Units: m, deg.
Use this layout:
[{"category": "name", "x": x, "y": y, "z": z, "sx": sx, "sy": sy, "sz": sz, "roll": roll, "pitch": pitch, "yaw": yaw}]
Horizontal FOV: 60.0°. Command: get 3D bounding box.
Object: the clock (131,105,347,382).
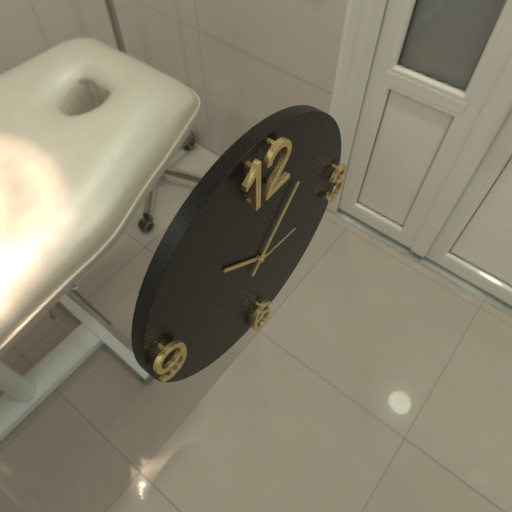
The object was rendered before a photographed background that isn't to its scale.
[{"category": "clock", "x": 0.000, "y": 0.000, "z": 0.671, "sx": 0.038, "sy": 0.454, "sz": 0.454, "roll": 34, "pitch": 63, "yaw": 20}]
